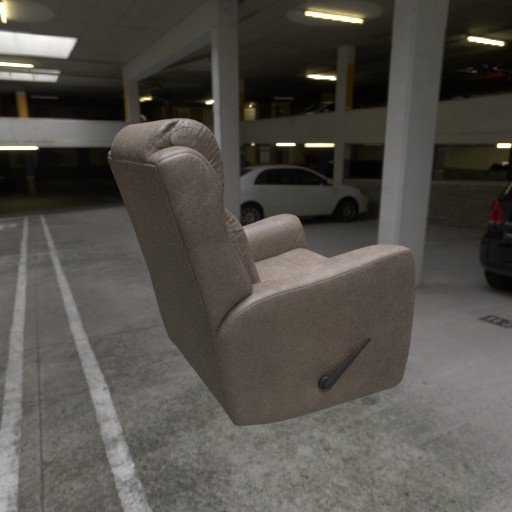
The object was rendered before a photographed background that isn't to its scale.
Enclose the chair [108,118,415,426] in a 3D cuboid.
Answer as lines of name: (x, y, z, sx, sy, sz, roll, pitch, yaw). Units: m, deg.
chair: (0.000, 0.000, 1.947, 1.068, 1.116, 0.967, -7, 16, -26)
